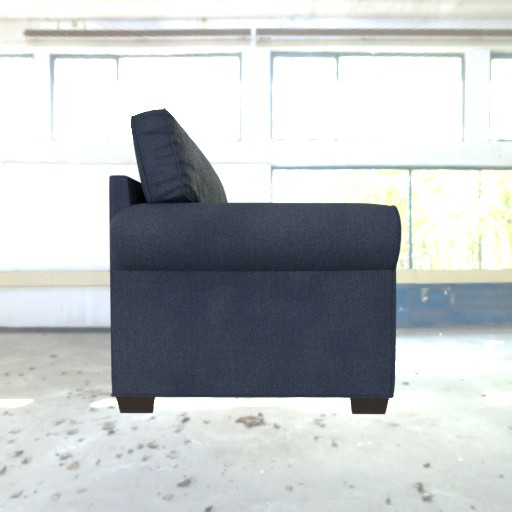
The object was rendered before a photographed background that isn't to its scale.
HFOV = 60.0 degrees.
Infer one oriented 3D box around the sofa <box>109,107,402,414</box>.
[{"bbox_3d":[0.000,0.000,2.041,0.938,1.004,1.405,0,2,1],"label":"sofa"}]
